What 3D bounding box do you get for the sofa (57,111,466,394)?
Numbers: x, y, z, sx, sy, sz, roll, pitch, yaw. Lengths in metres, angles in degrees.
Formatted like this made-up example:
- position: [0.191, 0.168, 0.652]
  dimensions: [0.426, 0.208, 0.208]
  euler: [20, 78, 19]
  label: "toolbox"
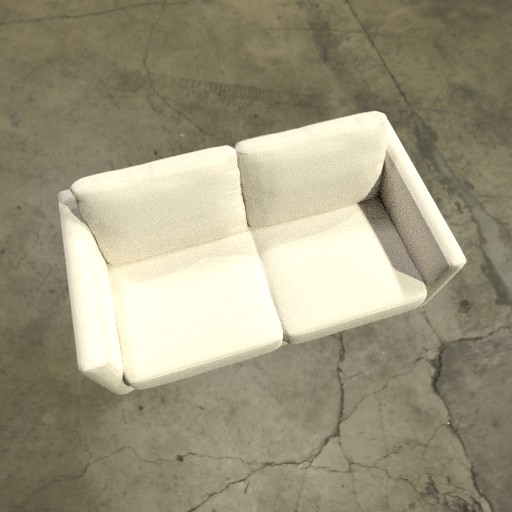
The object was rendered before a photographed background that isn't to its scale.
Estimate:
- position: [0.000, 0.000, 2.236]
  dimensions: [1.713, 0.893, 0.940]
  euler: [-15, 65, -7]
  label: "sofa"
